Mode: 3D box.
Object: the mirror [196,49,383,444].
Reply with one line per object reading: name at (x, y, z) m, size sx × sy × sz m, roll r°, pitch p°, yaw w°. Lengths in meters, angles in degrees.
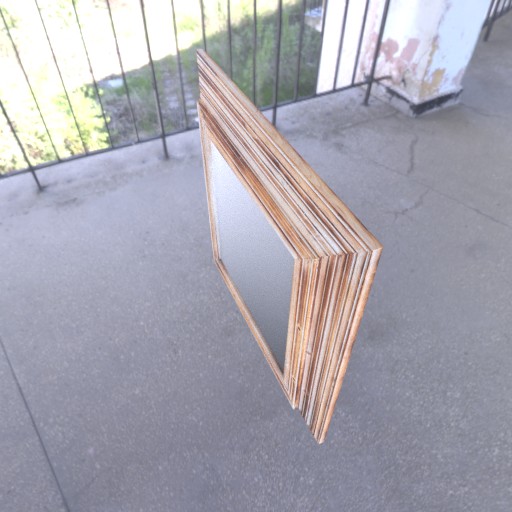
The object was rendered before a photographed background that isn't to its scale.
mirror at (0.000, 0.000, 1.215) m, size 0.061 × 0.804 × 0.804 m, roll -19°, pitch 50°, yaw -16°
